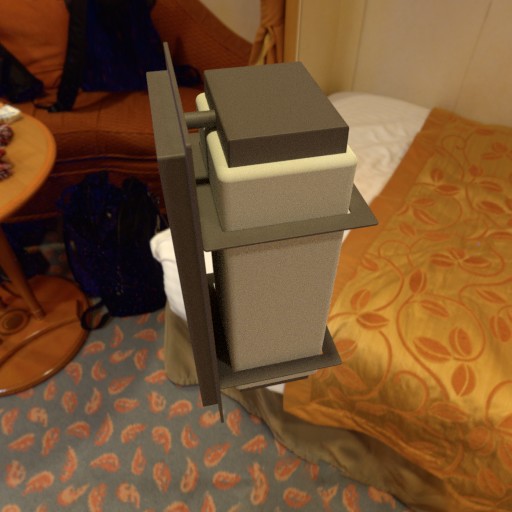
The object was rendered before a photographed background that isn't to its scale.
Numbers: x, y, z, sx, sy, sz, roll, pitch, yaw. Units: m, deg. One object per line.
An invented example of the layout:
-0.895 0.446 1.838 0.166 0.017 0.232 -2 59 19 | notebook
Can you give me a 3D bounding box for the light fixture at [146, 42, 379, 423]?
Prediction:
0.000 0.000 0.423 0.146 0.347 0.153 -9 46 -9 | light fixture
